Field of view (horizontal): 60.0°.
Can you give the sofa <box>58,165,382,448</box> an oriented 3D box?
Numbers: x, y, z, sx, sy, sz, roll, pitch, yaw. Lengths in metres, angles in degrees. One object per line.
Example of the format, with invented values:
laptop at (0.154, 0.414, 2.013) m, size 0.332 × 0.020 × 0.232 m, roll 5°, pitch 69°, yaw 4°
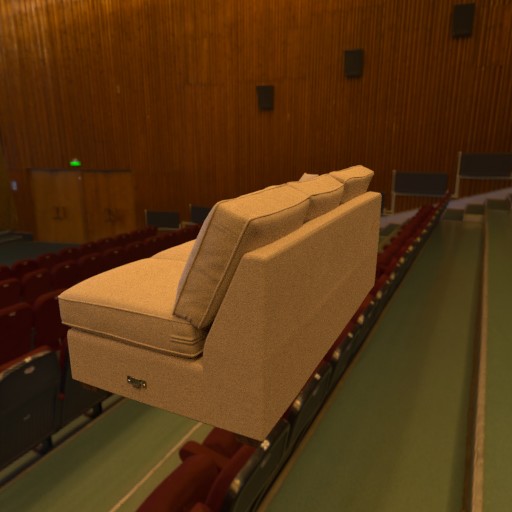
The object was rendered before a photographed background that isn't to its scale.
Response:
sofa at (0.000, 0.000, 2.562) m, size 1.034 × 0.946 × 1.962 m, roll 8°, pitch 17°, yaw 25°
